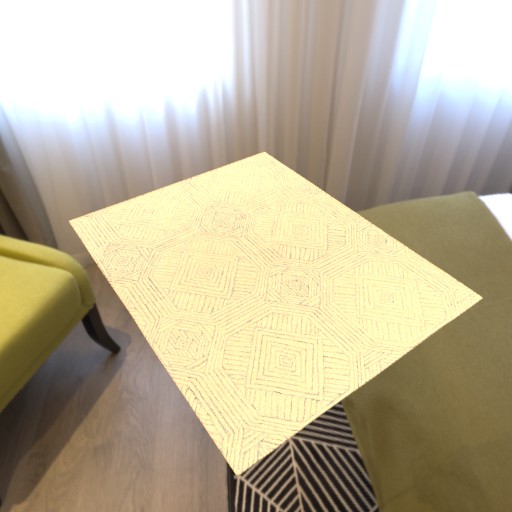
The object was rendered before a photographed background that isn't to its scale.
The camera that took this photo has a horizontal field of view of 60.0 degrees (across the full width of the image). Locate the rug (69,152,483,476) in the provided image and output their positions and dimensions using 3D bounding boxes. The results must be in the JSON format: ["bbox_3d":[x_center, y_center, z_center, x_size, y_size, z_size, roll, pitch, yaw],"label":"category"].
[{"bbox_3d":[0.000,0.000,4.068,2.457,0.015,3.049,-25,48,-26],"label":"rug"}]
